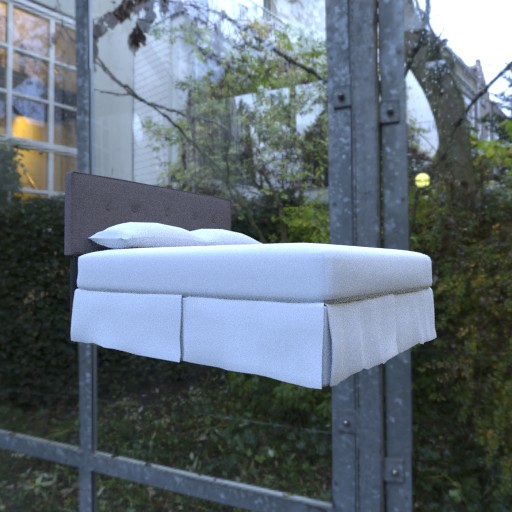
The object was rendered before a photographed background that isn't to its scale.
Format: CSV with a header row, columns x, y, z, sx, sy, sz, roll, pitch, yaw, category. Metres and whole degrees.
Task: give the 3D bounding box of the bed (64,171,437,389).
x,y,z,sx,sy,sz,roll,pitch,yaw,category
0.000,0.000,2.899,1.894,1.089,1.610,-1,-1,37,bed
